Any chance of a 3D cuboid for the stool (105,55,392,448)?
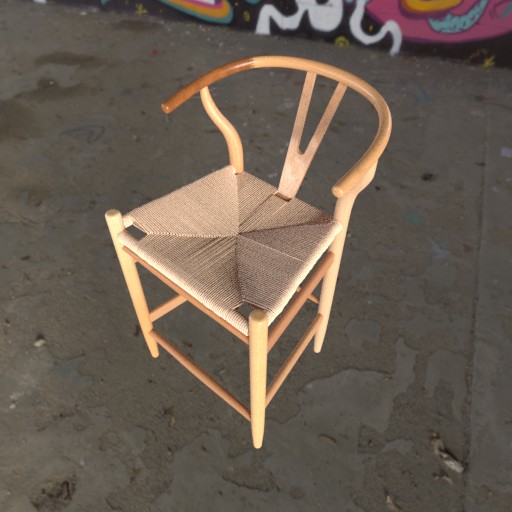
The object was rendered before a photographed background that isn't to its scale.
[{"bbox_3d":[0.000,0.000,1.278,0.536,0.923,0.575,32,54,27],"label":"stool"}]
